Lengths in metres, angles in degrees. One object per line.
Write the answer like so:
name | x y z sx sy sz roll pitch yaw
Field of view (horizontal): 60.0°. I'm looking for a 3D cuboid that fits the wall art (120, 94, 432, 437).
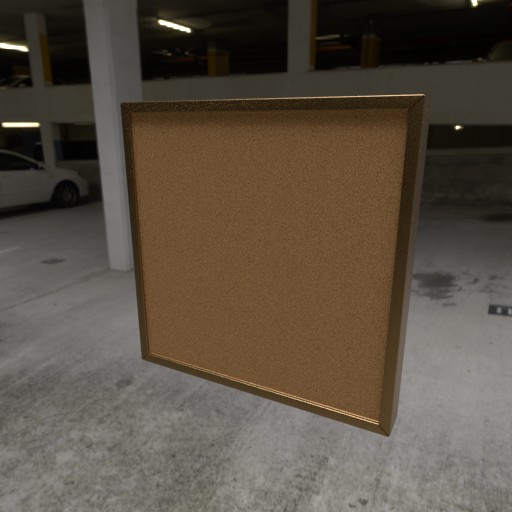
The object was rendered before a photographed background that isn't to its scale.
wall art | 0.000 0.000 0.458 0.305 0.305 0.037 9 19 27
